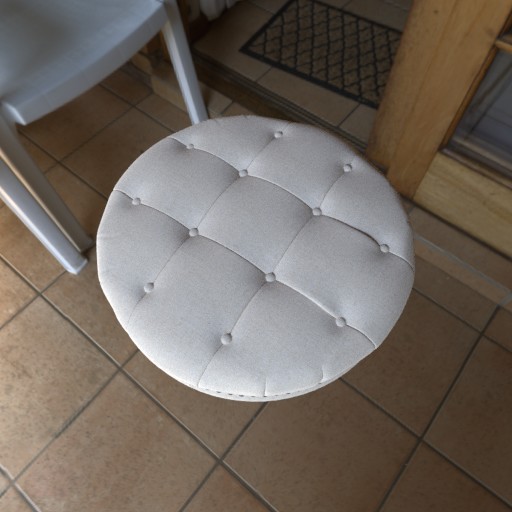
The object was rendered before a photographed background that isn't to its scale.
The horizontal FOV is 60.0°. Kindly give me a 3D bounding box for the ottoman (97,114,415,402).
[{"bbox_3d":[0.000,0.000,1.451,0.940,0.483,0.940,0,62,0],"label":"ottoman"}]
